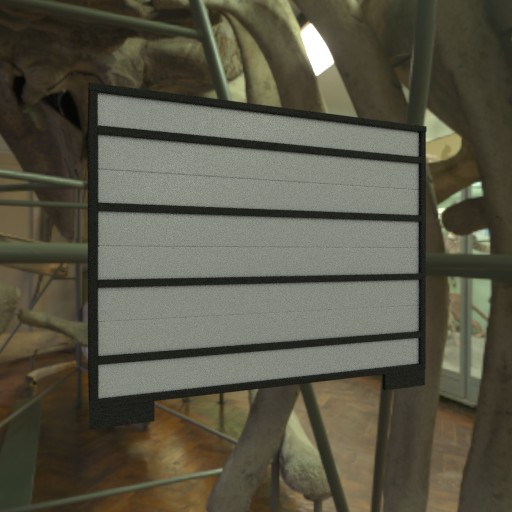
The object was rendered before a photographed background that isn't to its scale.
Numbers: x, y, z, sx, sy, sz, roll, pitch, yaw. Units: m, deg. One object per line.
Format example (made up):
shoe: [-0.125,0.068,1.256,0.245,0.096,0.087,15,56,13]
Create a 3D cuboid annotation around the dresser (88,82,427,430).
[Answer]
dresser: [0.000,0.000,1.404,0.994,0.816,0.404,0,0,-21]
